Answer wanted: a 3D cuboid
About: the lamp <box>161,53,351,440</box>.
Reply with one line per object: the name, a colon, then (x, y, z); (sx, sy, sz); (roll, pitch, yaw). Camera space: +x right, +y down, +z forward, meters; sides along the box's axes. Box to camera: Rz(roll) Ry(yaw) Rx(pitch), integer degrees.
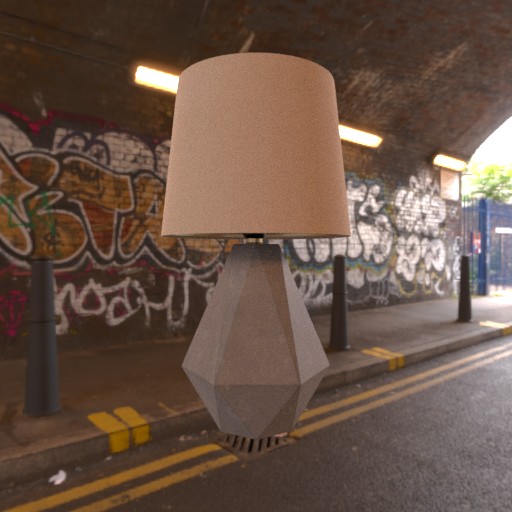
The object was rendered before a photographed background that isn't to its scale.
lamp: (0.000, 0.000, 0.659); (0.276, 0.501, 0.276); (0, 1, 0)
